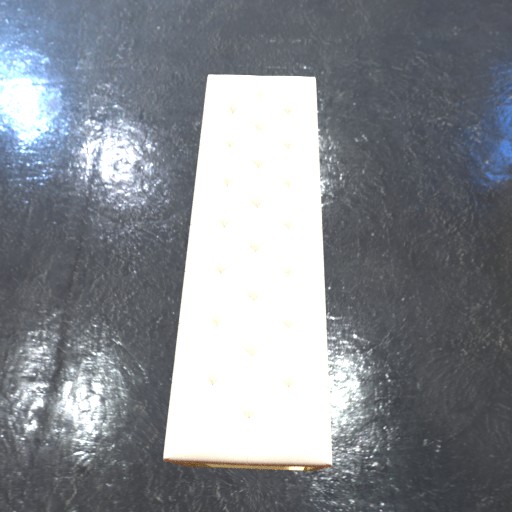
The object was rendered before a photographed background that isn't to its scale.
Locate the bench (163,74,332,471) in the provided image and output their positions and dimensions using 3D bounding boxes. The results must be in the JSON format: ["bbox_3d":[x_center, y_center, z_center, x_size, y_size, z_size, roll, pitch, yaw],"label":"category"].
[{"bbox_3d":[0.000,0.000,1.707,0.457,0.484,1.473,2,63,1],"label":"bench"}]
